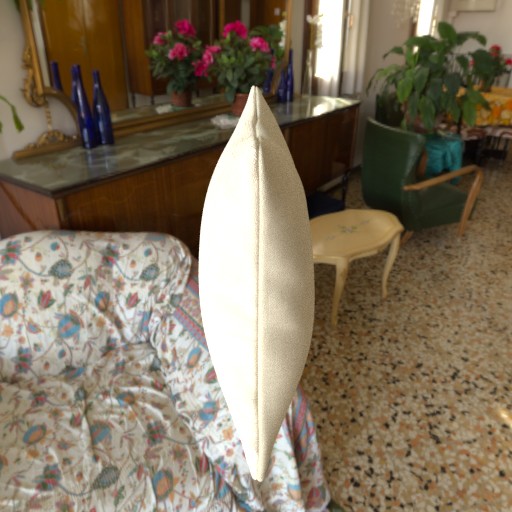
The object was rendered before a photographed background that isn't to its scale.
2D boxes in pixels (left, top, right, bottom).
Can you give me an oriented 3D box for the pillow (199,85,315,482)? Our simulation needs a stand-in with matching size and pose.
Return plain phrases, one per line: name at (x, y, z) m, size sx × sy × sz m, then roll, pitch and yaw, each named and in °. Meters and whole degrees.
pillow at (0.000, 0.000, 0.642) m, size 0.162 × 0.420 × 0.437 m, roll 0°, pitch 27°, yaw 0°
